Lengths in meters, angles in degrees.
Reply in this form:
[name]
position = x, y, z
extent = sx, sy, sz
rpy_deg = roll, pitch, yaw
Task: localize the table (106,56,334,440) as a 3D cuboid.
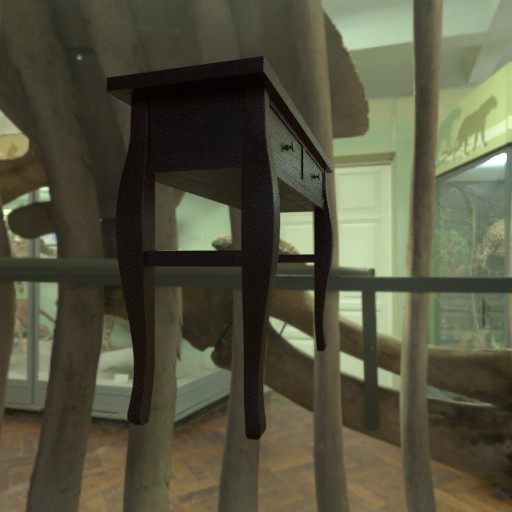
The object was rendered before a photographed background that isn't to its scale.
[table]
position = 0.000, 0.000, 1.415
extent = 0.373, 0.768, 1.062
rpy_deg = 0, 0, 17
